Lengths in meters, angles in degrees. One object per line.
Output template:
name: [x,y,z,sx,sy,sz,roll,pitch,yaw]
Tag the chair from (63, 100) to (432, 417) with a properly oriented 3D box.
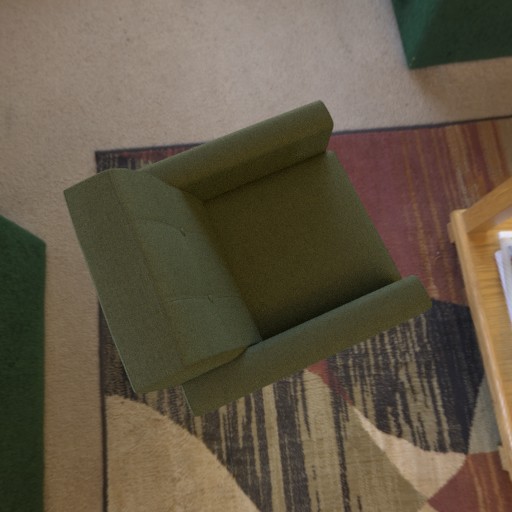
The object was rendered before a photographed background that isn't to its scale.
chair: [0.000,0.000,1.558,0.909,0.841,0.831,-23,77,-6]
